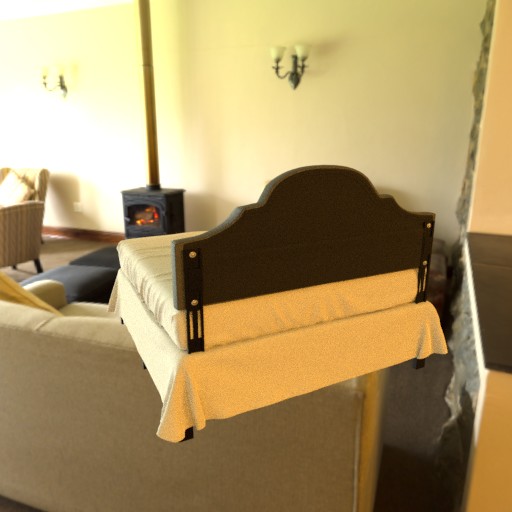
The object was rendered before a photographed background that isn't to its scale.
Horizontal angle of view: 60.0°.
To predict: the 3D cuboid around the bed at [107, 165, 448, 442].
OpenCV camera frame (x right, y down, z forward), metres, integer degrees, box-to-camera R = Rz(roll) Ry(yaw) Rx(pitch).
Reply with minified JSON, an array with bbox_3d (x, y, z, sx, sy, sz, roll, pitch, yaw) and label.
[{"bbox_3d":[0.000,0.000,3.755,2.303,1.631,2.222,-8,17,-25],"label":"bed"}]
